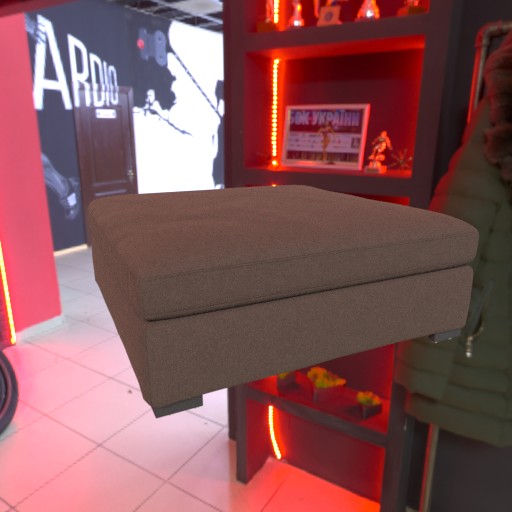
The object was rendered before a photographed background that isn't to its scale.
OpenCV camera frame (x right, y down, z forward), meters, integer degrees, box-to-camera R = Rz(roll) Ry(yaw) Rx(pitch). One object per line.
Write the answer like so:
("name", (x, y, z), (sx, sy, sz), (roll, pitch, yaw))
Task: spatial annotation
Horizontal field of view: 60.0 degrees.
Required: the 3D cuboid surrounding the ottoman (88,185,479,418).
("ottoman", (0.000, 0.000, 1.818), (1.181, 0.470, 1.181), (-7, 17, -25))
